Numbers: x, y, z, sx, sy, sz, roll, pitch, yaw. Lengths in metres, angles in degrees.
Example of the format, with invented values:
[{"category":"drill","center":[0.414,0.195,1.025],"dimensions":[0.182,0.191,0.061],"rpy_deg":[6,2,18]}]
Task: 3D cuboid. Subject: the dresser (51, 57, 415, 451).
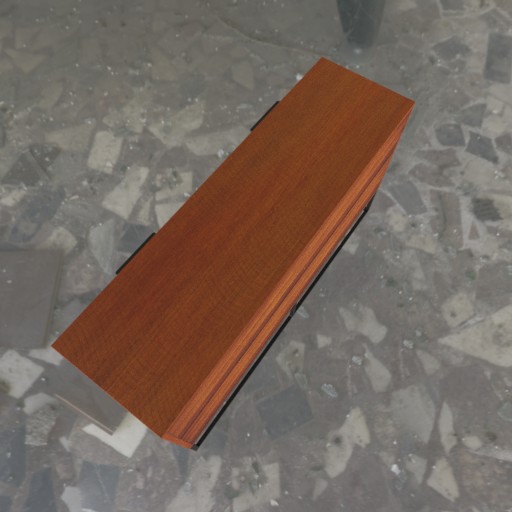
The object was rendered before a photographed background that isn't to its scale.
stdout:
[{"category":"dresser","center":[0.000,0.000,1.917],"dimensions":[0.464,0.810,1.536],"rpy_deg":[33,68,15]}]
